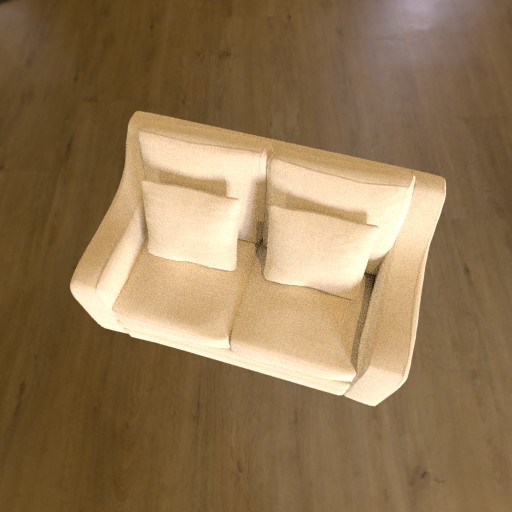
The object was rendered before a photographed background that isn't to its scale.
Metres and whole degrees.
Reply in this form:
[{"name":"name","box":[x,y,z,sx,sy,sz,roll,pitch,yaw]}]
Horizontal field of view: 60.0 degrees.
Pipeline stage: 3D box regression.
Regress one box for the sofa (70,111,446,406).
[{"name":"sofa","box":[0.000,0.000,2.404,1.744,1.047,1.040,14,62,8]}]
